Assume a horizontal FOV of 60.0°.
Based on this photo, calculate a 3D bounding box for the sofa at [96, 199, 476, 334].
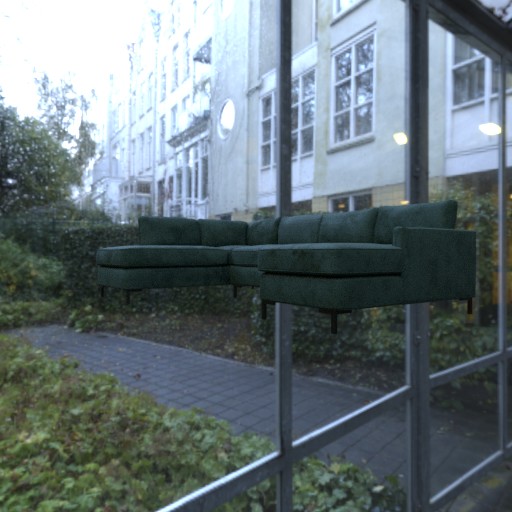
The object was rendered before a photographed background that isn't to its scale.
[{"bbox_3d":[0.000,0.000,3.922,1.992,0.861,2.994,0,0,-35],"label":"sofa"}]
